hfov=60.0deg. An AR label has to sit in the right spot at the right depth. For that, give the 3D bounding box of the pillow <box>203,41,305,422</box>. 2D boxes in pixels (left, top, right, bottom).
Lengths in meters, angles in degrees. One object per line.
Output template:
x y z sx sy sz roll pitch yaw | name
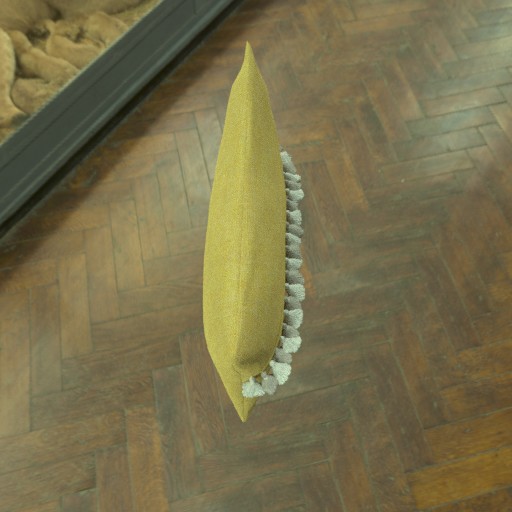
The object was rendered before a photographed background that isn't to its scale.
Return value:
0.000 0.000 0.751 0.167 0.481 0.485 1 64 1 | pillow
